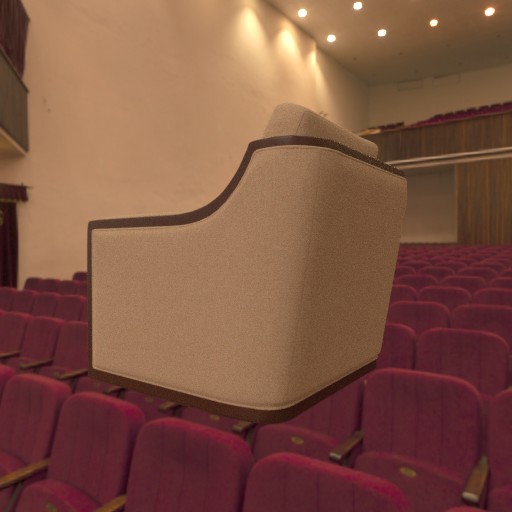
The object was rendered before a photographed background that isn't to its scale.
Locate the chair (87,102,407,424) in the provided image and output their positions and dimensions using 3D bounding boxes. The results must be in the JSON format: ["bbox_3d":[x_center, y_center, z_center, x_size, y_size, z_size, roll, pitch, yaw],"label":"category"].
[{"bbox_3d":[0.000,0.000,1.691,0.950,0.930,0.870,1,1,36],"label":"chair"}]
